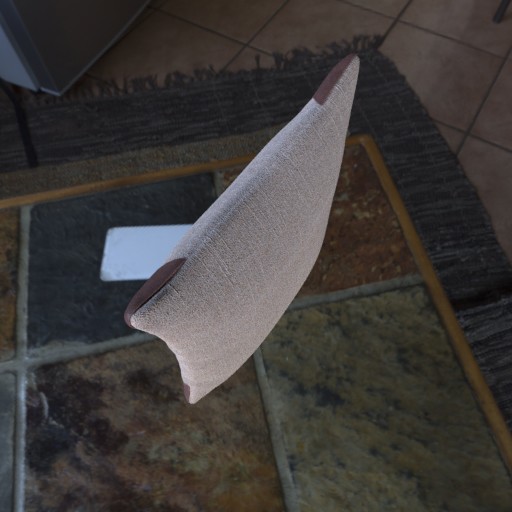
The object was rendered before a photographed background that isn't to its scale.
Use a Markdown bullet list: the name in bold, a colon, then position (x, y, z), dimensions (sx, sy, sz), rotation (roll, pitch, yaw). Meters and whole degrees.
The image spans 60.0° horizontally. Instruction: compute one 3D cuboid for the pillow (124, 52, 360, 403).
- **pillow**: position (0.000, 0.000, 0.678), dimensions (0.147, 0.448, 0.437), rotation (30, 67, 14)
